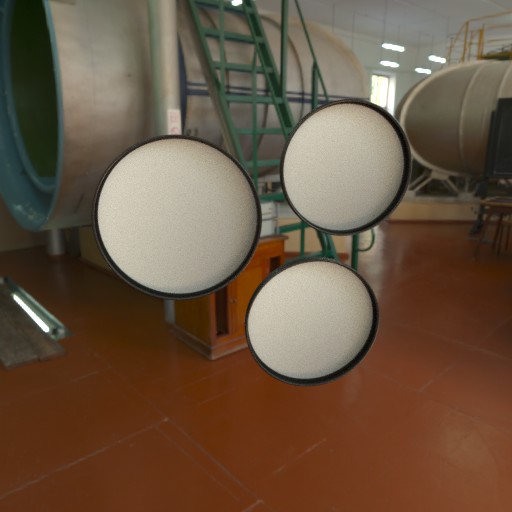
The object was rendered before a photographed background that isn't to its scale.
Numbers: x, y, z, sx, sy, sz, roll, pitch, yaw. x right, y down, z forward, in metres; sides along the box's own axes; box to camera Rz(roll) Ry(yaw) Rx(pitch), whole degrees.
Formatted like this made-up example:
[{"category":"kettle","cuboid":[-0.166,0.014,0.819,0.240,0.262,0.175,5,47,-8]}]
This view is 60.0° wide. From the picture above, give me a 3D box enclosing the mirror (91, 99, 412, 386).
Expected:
[{"category":"mirror","cuboid":[0.000,0.000,3.119,2.160,2.096,0.076,-2,16,-7]}]
